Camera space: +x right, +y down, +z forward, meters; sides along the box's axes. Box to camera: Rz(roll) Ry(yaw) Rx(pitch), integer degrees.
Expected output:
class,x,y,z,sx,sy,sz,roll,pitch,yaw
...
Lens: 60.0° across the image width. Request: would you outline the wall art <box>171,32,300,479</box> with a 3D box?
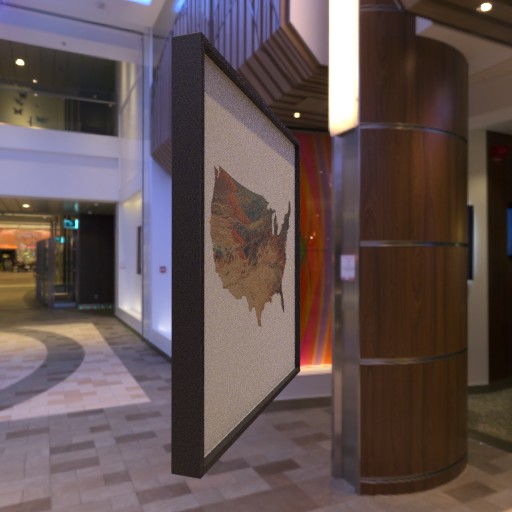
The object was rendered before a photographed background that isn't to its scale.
class,x,y,z,sx,sy,sz,roll,pitch,yaw
wall art,0.000,0.000,0.748,0.038,0.507,0.507,0,0,18
